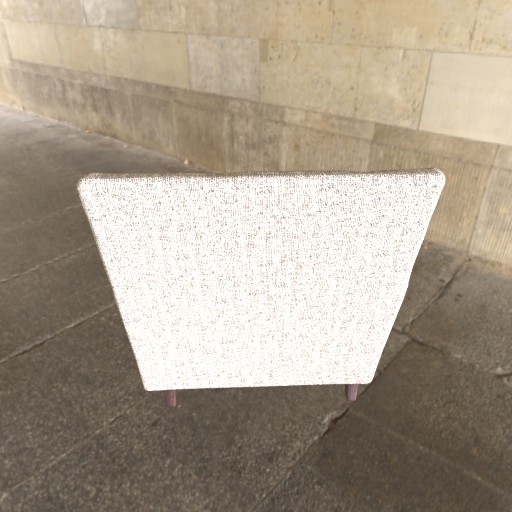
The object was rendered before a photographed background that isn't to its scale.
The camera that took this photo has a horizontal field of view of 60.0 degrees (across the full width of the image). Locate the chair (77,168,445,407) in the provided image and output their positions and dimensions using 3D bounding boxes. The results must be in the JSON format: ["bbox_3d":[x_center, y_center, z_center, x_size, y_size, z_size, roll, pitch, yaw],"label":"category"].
[{"bbox_3d":[0.000,0.000,1.620,0.864,0.928,0.873,-1,30,-2],"label":"chair"}]
